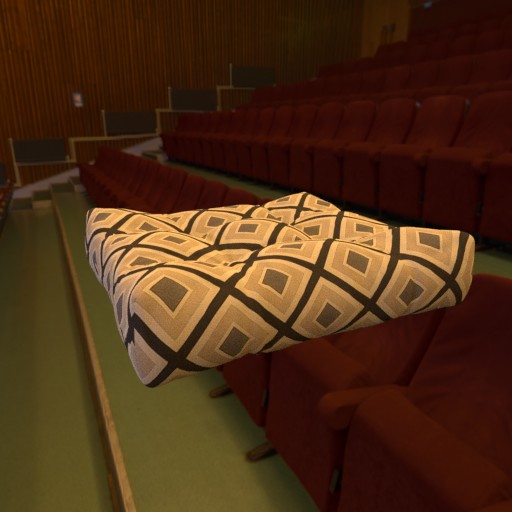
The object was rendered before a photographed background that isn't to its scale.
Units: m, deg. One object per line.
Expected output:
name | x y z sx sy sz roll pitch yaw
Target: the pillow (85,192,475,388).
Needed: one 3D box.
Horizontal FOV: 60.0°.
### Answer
pillow | 0.000 0.000 0.725 0.490 0.128 0.468 -8 19 -25
